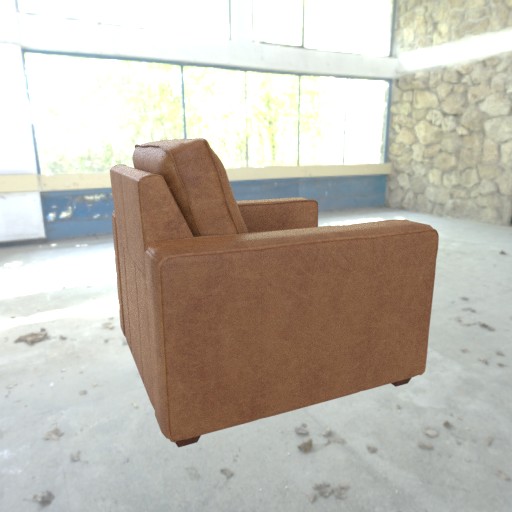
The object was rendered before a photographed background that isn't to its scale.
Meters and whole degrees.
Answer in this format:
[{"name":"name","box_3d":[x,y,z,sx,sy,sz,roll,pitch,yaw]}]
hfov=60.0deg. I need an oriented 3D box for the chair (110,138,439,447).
[{"name":"chair","box_3d":[0.000,0.000,1.766,1.027,0.901,0.987,-7,16,-26]}]
